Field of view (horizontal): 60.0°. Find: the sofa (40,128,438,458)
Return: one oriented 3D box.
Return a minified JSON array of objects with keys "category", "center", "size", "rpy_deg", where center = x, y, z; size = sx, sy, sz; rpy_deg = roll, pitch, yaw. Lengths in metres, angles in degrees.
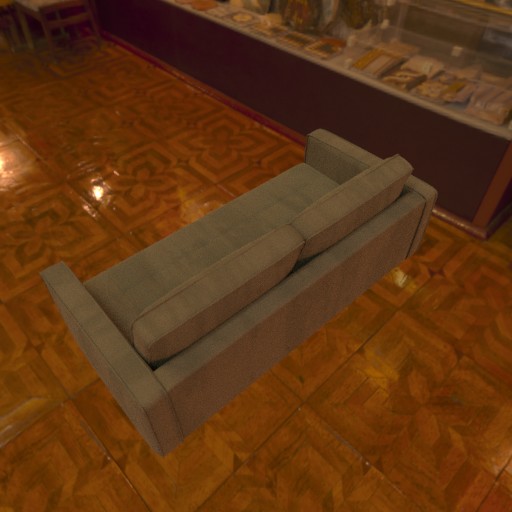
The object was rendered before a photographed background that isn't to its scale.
[{"category":"sofa","center":[0.000,0.000,2.384],"size":[1.920,0.825,0.924],"rpy_deg":[-33,55,-27]}]
